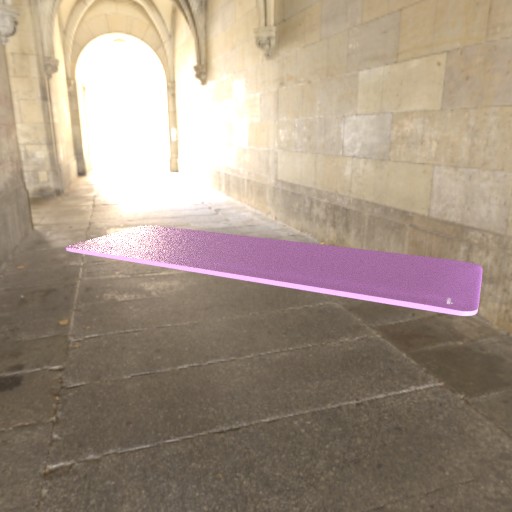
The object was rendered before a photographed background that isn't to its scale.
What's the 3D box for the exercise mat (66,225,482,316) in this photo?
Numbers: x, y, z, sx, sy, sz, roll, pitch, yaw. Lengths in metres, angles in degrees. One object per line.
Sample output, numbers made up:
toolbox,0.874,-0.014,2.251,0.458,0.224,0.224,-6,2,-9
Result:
exercise mat,0.000,0.000,2.047,1.869,0.021,0.616,8,17,26
